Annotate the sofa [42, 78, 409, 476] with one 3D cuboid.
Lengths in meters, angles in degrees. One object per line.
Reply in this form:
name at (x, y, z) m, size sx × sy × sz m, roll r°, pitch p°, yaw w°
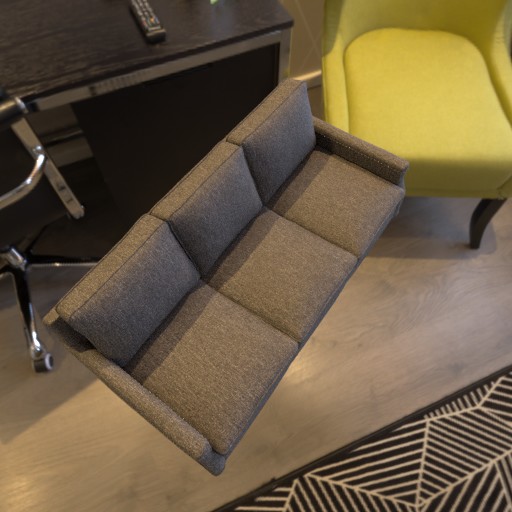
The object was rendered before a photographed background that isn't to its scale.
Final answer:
sofa at (0.000, 0.000, 2.758) m, size 1.084 × 1.003 × 2.246 m, roll 32°, pitch 65°, yaw 17°
